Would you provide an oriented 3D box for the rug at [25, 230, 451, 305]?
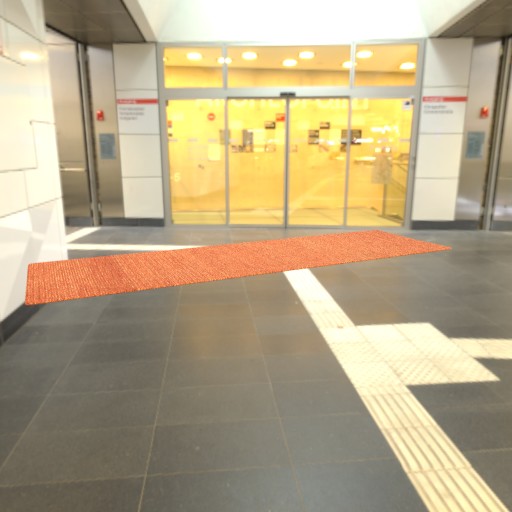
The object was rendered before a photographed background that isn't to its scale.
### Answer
[{"bbox_3d":[0.000,0.000,2.495,2.307,0.012,0.687,-6,15,-25],"label":"rug"}]
